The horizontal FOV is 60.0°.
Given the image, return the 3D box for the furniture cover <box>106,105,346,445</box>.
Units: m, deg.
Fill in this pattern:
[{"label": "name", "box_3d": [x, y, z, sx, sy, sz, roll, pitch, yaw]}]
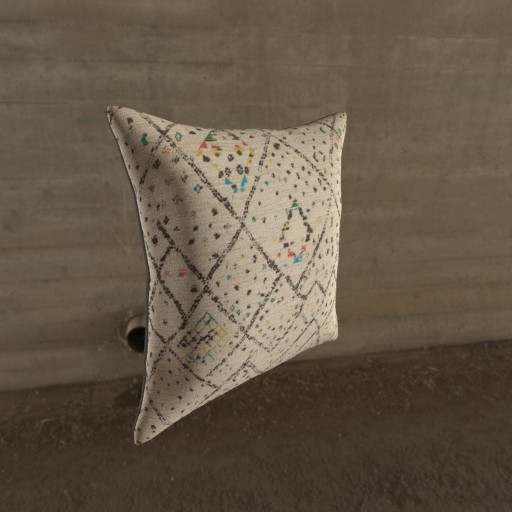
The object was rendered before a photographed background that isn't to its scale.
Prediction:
[{"label": "furniture cover", "box_3d": [0.000, 0.000, 0.783, 0.180, 0.498, 0.525, 15, 22, 43]}]
